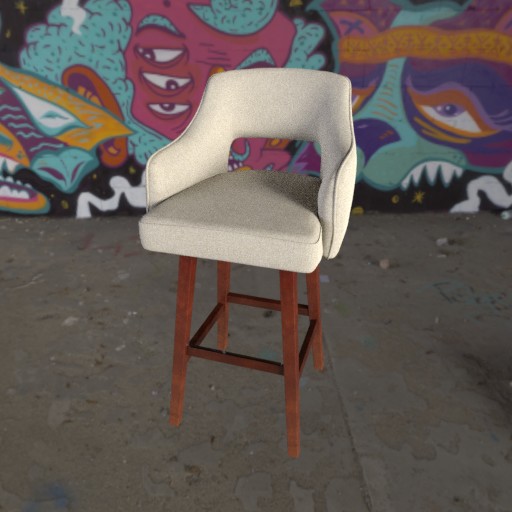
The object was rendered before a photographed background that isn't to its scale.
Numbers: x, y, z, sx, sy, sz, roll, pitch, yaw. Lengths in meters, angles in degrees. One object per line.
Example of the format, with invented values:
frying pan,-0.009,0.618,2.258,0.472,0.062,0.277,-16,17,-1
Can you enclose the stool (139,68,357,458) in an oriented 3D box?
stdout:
stool,0.000,0.000,1.365,0.550,1.041,0.560,8,27,16
